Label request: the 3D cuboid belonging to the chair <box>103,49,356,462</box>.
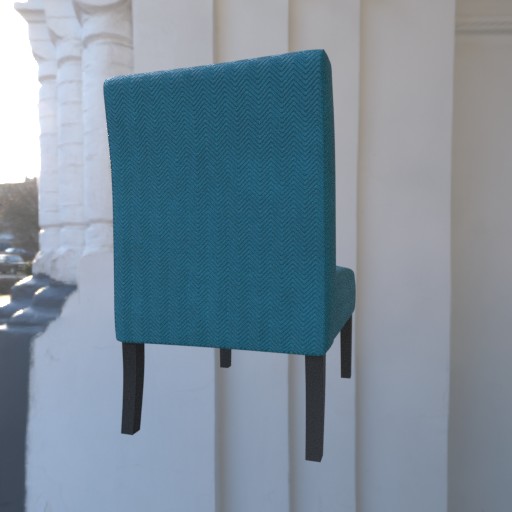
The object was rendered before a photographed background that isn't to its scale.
[{"bbox_3d":[0.000,0.000,1.409,0.579,0.927,0.808,0,1,18],"label":"chair"}]
